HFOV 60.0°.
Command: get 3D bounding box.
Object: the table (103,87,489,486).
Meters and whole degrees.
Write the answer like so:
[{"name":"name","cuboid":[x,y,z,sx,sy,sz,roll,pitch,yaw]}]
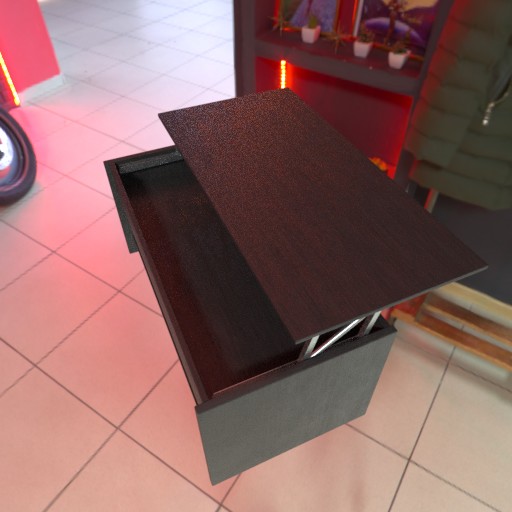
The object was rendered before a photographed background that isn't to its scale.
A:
[{"name":"table","cuboid":[0.000,0.000,1.427,0.712,0.570,1.000,-18,48,-17]}]
